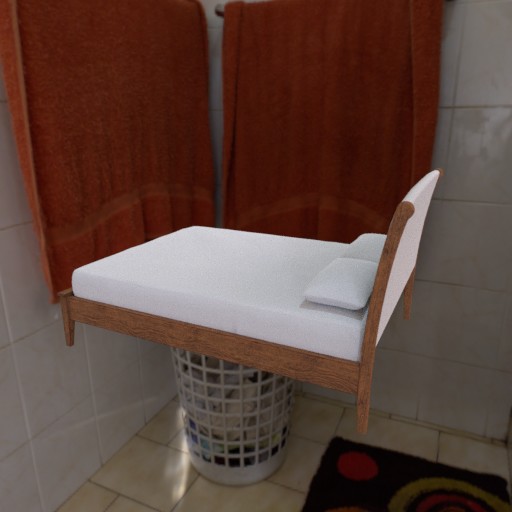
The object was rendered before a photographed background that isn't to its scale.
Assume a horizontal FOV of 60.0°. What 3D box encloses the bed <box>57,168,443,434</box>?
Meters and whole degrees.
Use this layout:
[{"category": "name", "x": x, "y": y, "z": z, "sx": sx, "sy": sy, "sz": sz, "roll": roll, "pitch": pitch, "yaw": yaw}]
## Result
[{"category": "bed", "x": 0.000, "y": 0.000, "z": 2.976, "sx": 2.108, "sy": 1.135, "sz": 1.502, "roll": 8, "pitch": 19, "yaw": 25}]
